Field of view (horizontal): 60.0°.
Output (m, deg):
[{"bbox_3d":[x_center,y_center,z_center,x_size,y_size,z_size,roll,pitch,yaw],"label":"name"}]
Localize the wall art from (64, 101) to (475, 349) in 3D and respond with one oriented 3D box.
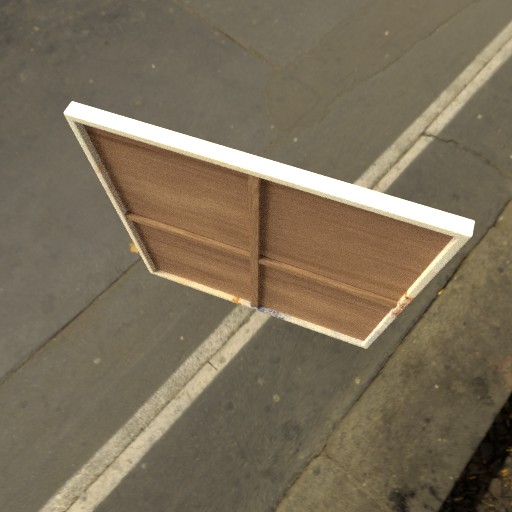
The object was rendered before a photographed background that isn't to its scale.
[{"bbox_3d":[0.000,0.000,1.315,0.889,0.889,0.038,18,66,9],"label":"wall art"}]
